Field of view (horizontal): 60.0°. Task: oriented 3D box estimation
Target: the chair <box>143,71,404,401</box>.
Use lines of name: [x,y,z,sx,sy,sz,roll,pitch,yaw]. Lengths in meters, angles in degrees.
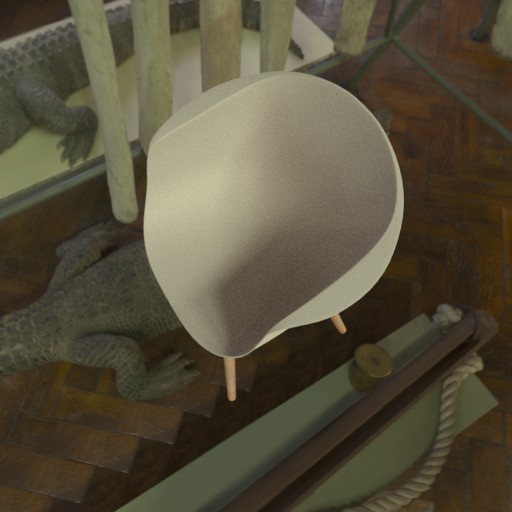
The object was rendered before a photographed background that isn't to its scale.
chair: [0.000,0.000,1.158,0.504,0.781,0.593,-29,67,-14]
